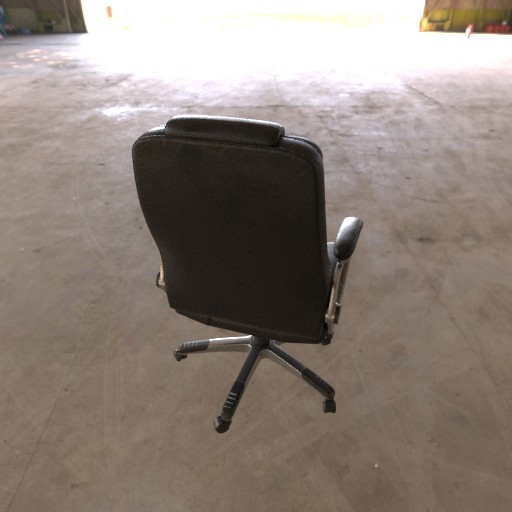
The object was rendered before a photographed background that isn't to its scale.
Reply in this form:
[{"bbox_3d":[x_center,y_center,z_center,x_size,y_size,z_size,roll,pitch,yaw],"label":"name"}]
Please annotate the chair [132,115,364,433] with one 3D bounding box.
[{"bbox_3d":[0.000,0.000,1.539,0.697,1.075,0.689,10,32,16],"label":"chair"}]
